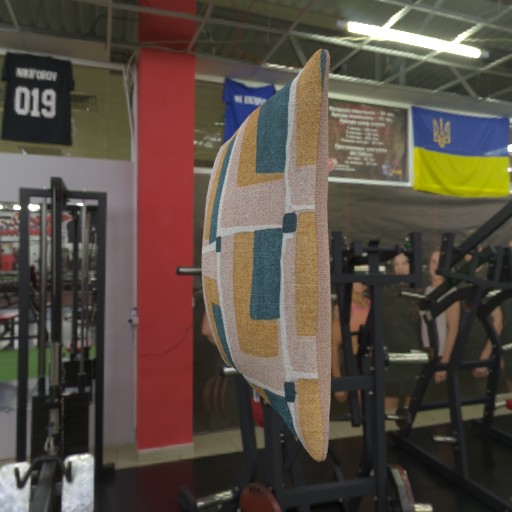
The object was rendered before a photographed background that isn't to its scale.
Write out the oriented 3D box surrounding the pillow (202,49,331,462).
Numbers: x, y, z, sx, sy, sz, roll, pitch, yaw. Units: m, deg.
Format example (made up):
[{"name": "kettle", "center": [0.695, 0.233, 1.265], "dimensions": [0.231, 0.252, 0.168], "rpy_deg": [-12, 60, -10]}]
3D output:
[{"name": "pillow", "center": [0.000, 0.000, 0.727], "dimensions": [0.158, 0.479, 0.478], "rpy_deg": [0, 0, -17]}]
